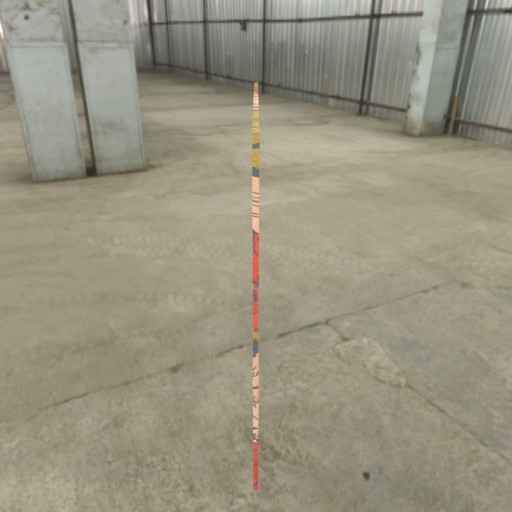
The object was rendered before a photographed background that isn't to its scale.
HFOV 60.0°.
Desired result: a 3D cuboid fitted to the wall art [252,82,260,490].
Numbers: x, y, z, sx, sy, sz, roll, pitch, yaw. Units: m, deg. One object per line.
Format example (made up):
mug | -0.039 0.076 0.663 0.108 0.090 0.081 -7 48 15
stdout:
wall art | 0.000 0.000 1.356 0.013 0.913 0.904 0 26 0
